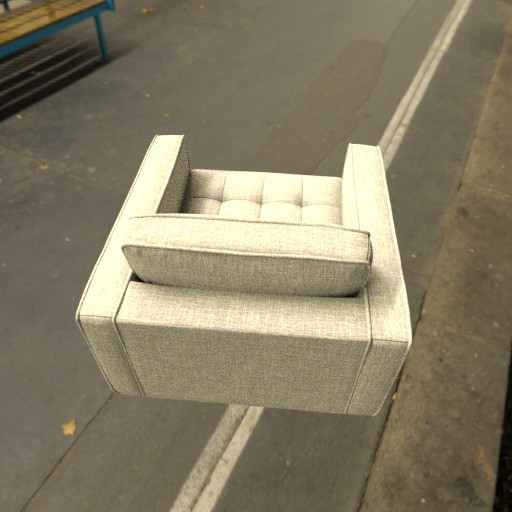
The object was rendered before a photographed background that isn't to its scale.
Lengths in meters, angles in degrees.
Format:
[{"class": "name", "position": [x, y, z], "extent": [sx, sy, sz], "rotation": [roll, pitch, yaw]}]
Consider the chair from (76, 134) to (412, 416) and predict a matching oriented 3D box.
[{"class": "chair", "position": [0.000, 0.000, 1.564], "extent": [0.889, 0.765, 0.914], "rotation": [4, 47, 4]}]
